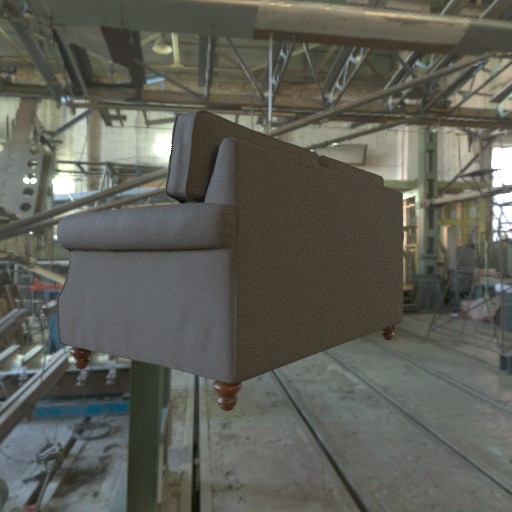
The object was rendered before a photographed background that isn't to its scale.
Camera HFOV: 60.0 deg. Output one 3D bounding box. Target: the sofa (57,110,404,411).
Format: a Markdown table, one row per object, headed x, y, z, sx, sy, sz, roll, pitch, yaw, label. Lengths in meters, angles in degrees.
| x | y | z | sx | sy | sz | roll | pitch | yaw | label |
| --- | --- | --- | --- | --- | --- | --- | --- | --- | --- |
| 0.000 | 0.000 | 2.152 | 0.964 | 0.937 | 1.665 | 0 | 1 | 37 | sofa |
